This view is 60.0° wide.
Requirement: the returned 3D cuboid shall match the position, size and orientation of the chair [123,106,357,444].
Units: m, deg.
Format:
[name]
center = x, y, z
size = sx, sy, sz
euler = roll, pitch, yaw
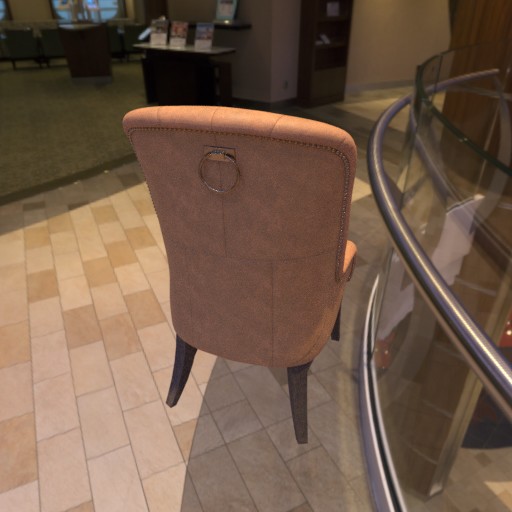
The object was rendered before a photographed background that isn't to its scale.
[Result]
[chair]
center = 0.000, 0.000, 1.505
size = 0.634, 1.091, 0.629
euler = 10, 32, 16
